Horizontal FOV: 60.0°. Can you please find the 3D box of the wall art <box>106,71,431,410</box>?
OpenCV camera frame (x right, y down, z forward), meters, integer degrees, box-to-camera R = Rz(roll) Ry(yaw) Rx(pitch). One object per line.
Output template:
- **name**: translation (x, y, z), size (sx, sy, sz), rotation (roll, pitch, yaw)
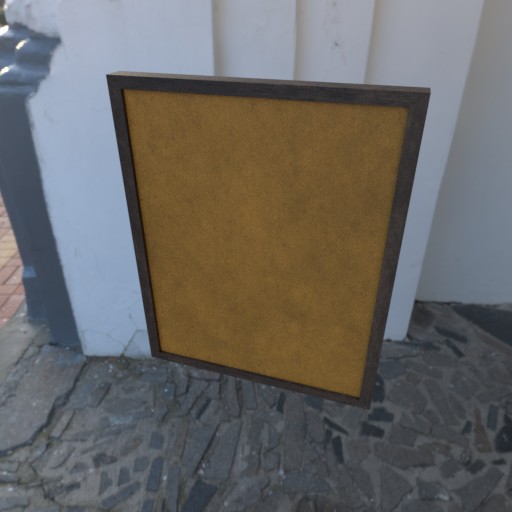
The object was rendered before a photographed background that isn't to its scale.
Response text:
- **wall art**: translation (0.000, 0.000, 0.545), size (0.329, 0.406, 0.027), rotation (9, 32, 15)
